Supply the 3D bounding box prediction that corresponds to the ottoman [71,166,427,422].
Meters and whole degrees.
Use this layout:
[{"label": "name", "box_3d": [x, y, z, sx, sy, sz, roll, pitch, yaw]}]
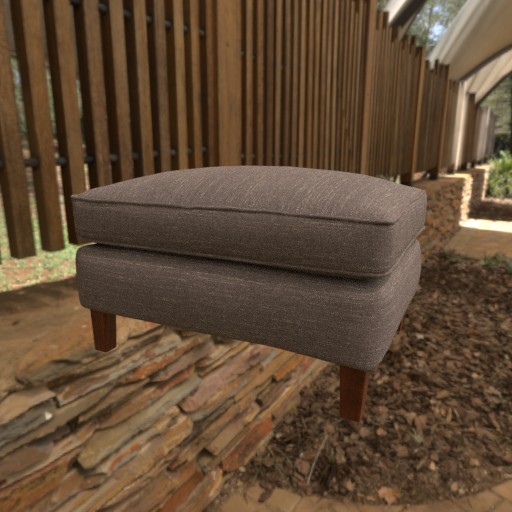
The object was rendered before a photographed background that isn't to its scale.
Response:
[{"label": "ottoman", "box_3d": [0.000, 0.000, 1.022, 0.686, 0.406, 0.508, 7, 16, 26]}]
